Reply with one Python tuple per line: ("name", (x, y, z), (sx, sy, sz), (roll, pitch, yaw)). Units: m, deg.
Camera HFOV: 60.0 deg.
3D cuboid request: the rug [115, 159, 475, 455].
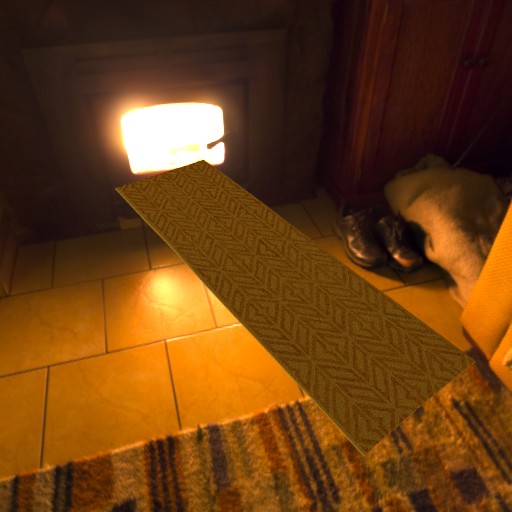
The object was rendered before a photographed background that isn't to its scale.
("rug", (0.000, 0.000, 2.641), (0.750, 0.009, 2.435), (-25, 47, -27))
